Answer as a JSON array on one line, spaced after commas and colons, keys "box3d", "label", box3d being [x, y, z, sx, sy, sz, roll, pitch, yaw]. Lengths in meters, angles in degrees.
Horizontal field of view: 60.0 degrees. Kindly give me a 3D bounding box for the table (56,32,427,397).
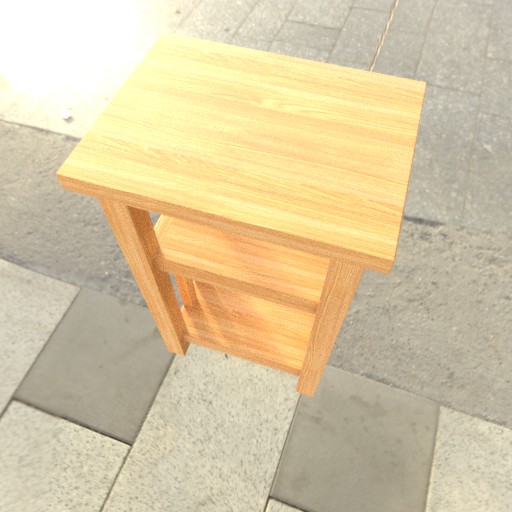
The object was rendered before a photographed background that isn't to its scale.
[{"box3d": [0.000, 0.000, 0.730, 0.350, 0.550, 0.270, 15, 59, 9], "label": "table"}]
